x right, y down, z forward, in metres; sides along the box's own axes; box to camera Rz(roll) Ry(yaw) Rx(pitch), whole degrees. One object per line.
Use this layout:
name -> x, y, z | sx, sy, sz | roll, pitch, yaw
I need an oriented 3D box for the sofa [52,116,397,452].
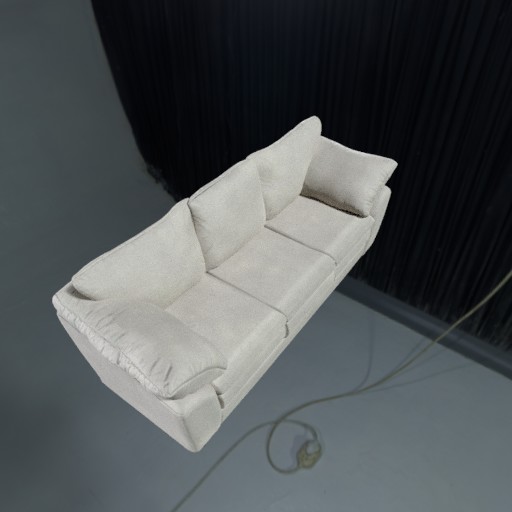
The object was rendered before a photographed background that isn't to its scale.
sofa -> 0.000, 0.000, 2.826 | 0.878, 0.996, 2.334 | 26, 47, 26
